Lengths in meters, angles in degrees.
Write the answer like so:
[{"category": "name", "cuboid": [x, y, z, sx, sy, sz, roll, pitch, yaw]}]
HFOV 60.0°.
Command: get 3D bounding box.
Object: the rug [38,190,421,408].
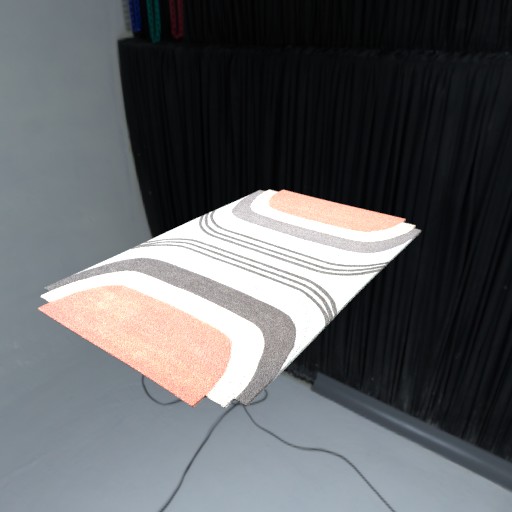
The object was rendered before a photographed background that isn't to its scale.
[{"category": "rug", "cuboid": [0.000, 0.000, 3.001, 1.530, 0.017, 2.446, 19, 33, 32]}]
